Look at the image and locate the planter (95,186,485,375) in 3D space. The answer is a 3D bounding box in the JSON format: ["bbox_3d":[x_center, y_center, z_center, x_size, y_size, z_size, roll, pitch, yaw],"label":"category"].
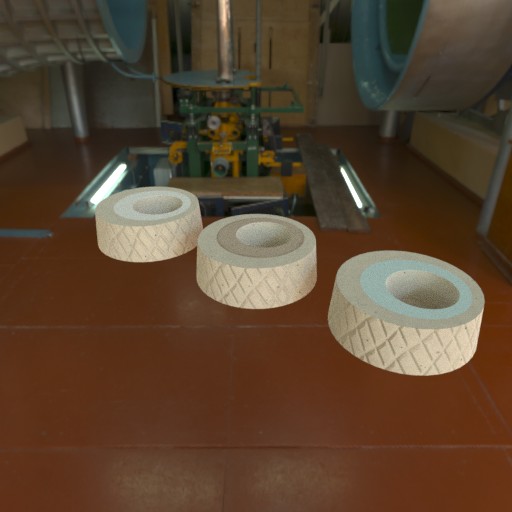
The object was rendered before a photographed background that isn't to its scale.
[{"bbox_3d":[0.000,0.000,0.412,0.390,0.038,0.114,18,34,29],"label":"planter"}]
